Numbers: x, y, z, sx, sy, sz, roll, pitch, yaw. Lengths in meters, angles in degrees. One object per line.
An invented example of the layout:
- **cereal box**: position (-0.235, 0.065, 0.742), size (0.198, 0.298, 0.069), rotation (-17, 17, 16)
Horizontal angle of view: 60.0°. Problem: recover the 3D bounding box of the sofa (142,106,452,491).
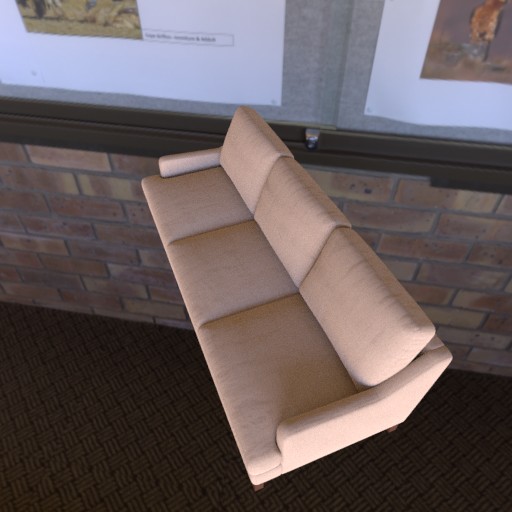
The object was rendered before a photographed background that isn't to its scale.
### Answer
- **sofa**: position (0.000, 0.000, 2.775), size (1.000, 0.913, 2.321), rotation (-16, 48, -15)
